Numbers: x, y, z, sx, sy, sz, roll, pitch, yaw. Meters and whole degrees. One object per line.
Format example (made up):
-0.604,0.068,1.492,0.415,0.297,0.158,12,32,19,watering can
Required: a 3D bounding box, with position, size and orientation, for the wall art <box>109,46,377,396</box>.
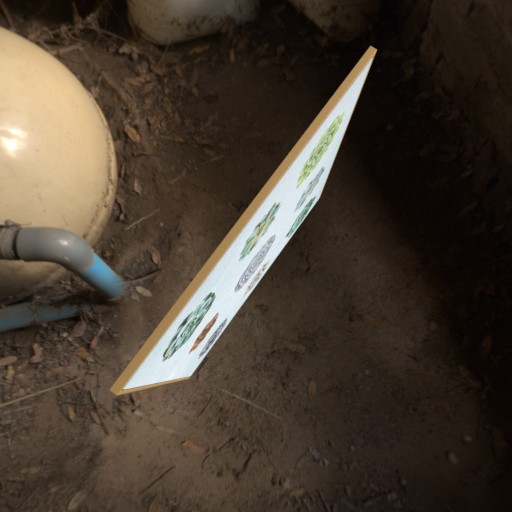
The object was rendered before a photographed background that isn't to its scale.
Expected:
0.000,0.000,0.973,0.014,0.655,0.657,35,79,8,wall art
